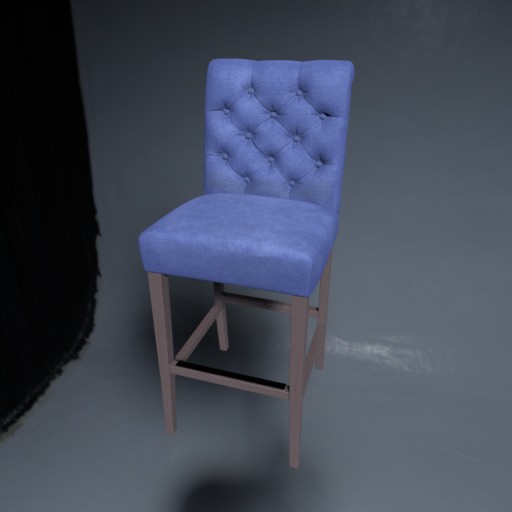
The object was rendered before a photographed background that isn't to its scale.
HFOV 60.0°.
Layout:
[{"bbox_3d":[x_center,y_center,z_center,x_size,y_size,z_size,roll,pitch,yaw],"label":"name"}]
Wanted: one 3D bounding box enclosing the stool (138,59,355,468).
[{"bbox_3d":[0.000,0.000,1.428,0.493,1.140,0.601,8,27,16],"label":"stool"}]
